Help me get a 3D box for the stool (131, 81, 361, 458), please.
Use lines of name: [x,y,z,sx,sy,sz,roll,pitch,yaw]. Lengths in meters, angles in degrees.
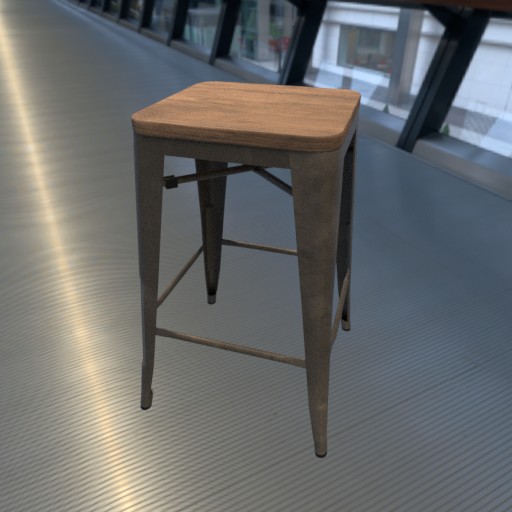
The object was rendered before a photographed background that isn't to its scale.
stool: [0.000,0.000,0.908,0.407,0.607,0.407,9,33,14]
